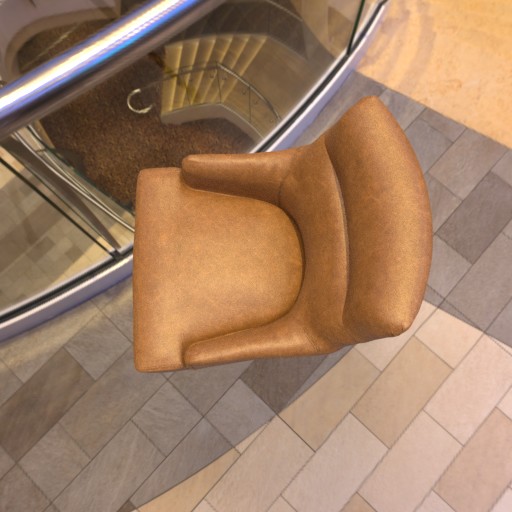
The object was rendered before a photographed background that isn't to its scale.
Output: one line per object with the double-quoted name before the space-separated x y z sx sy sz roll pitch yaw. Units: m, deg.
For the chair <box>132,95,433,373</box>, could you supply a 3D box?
"chair" 0.000 0.000 1.501 0.874 0.869 0.729 -3 75 -1
